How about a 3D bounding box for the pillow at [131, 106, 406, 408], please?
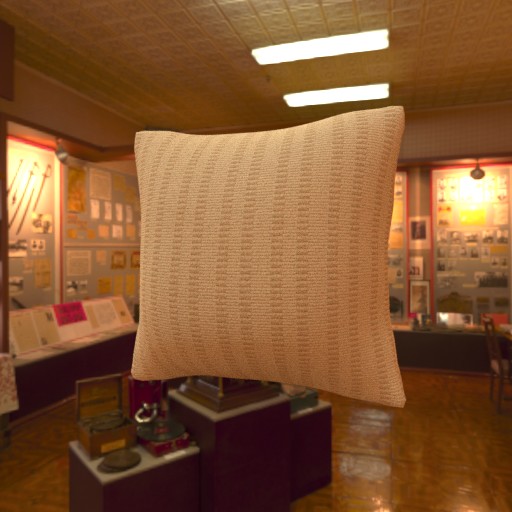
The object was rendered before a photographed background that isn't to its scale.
[{"bbox_3d":[0.000,0.000,0.681,0.438,0.419,0.247,0,1,19],"label":"pillow"}]
